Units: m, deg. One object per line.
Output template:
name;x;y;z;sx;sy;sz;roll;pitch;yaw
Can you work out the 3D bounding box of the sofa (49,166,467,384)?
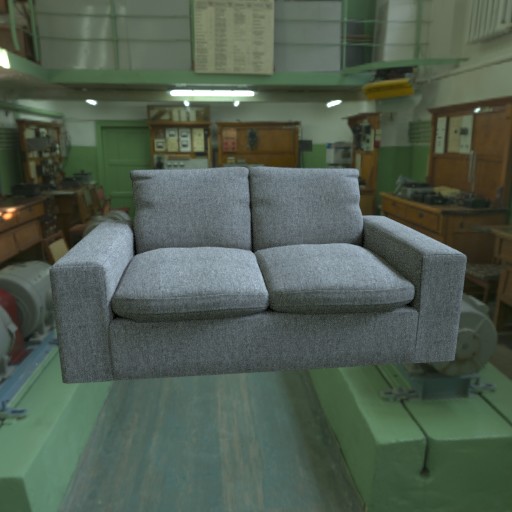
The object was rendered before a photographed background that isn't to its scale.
sofa;0.000;0.000;2.321;1.758;0.877;1.094;-2;14;-6
